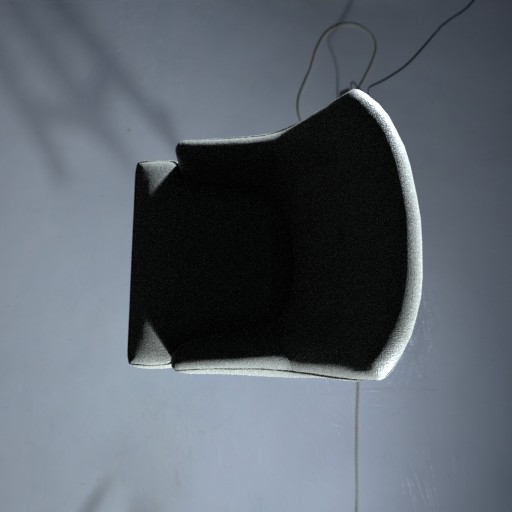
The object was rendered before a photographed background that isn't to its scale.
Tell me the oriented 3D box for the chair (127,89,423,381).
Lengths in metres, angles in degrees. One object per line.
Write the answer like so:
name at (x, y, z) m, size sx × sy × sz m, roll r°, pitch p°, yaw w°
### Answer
chair at (0.000, 0.000, 1.610) m, size 0.923 × 0.856 × 0.864 m, roll -1°, pitch 77°, yaw 0°
